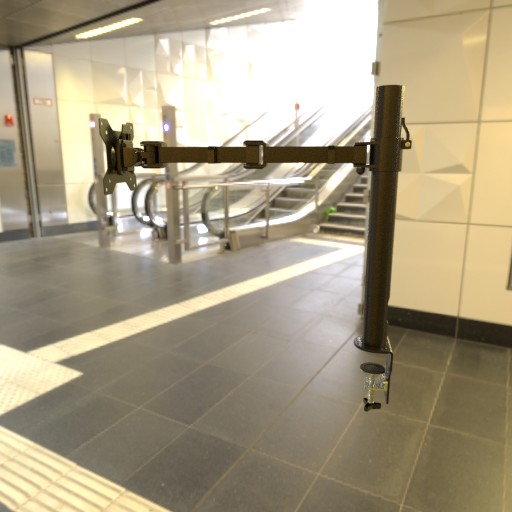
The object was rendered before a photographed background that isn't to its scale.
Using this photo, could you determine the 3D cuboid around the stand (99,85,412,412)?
[{"bbox_3d":[0.000,0.000,0.721,0.456,0.510,0.115,2,13,10],"label":"stand"}]
